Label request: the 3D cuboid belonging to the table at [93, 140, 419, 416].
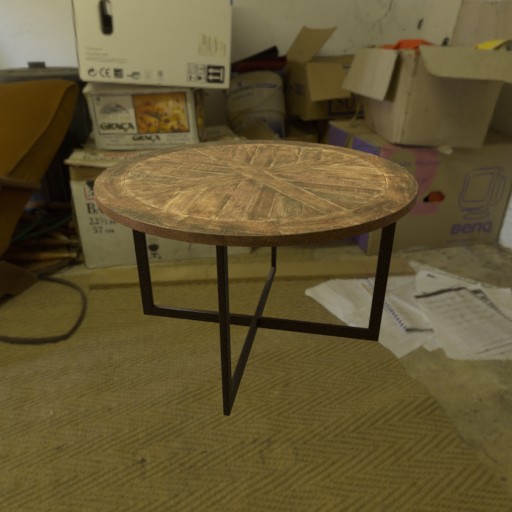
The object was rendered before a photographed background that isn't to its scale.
[{"bbox_3d":[0.000,0.000,1.982,1.264,0.762,1.264,0,27,0],"label":"table"}]
